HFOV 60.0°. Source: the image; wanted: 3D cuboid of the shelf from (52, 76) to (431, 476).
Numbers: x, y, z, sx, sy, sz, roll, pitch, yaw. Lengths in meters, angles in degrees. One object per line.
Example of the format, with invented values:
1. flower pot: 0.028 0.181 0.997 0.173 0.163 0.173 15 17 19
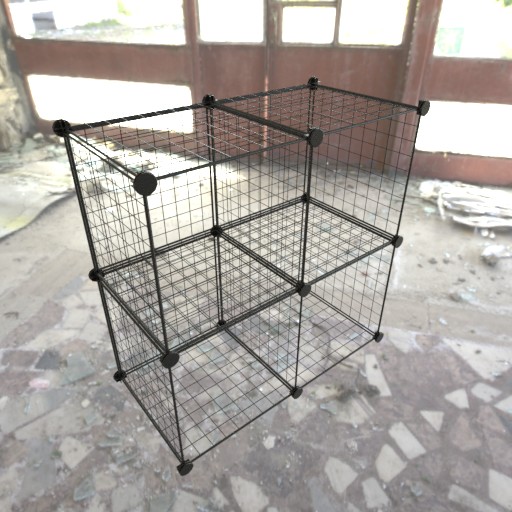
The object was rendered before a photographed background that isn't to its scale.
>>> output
1. shelf: 0.000 0.000 1.098 0.711 0.711 0.356 -23 39 -32
